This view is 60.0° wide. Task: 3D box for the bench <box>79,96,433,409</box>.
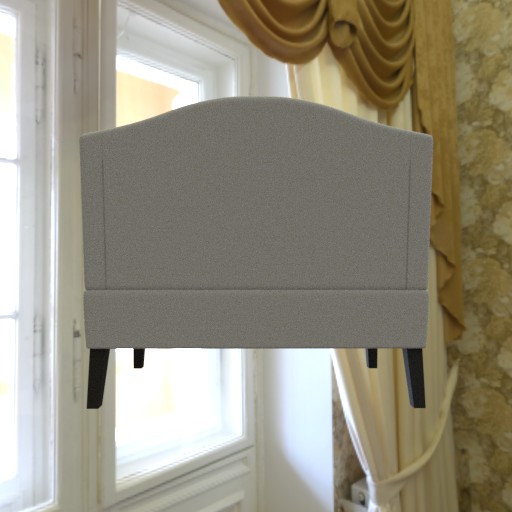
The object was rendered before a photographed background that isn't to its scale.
[{"bbox_3d":[0.000,0.000,2.024,1.335,1.180,0.815,0,-1,0],"label":"bench"}]
